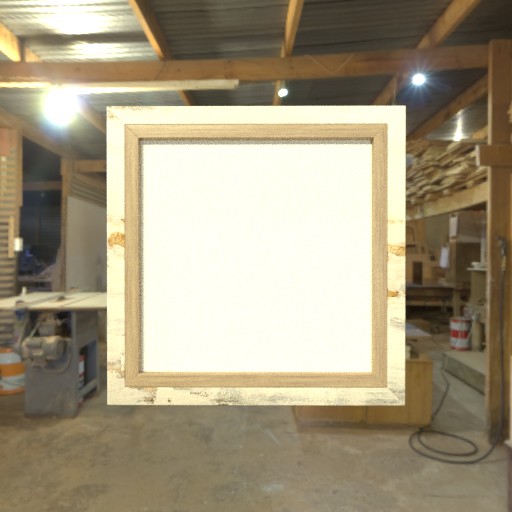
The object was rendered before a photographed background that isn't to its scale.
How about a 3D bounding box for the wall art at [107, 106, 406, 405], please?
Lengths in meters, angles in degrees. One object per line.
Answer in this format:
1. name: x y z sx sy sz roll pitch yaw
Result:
1. wall art: 0.000 0.000 1.526 1.015 1.018 0.040 0 0 0
